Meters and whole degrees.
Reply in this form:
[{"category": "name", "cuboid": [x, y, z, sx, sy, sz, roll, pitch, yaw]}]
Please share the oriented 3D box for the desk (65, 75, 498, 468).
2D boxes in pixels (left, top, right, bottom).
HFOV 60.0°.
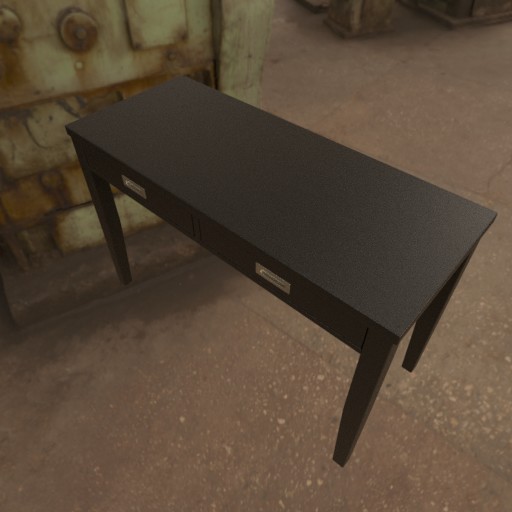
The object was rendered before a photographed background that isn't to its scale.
[{"category": "desk", "cuboid": [0.000, 0.000, 1.568, 1.220, 0.775, 0.508, 33, 54, 28]}]
